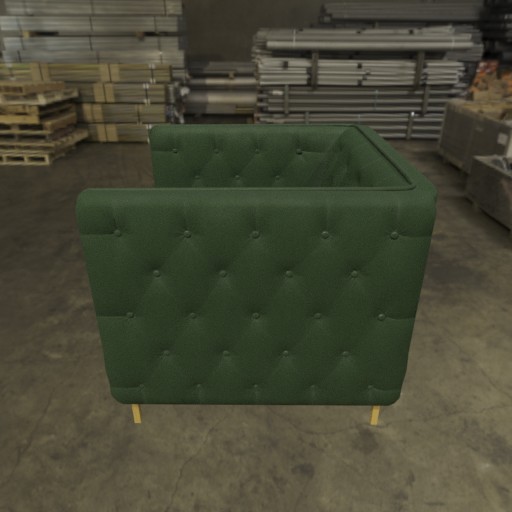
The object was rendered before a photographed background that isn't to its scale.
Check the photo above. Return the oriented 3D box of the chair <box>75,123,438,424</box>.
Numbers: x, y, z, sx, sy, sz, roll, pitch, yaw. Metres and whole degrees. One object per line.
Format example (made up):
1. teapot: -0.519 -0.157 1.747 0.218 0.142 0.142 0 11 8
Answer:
1. chair: 0.000 0.000 1.541 0.855 0.768 0.917 0 27 0
